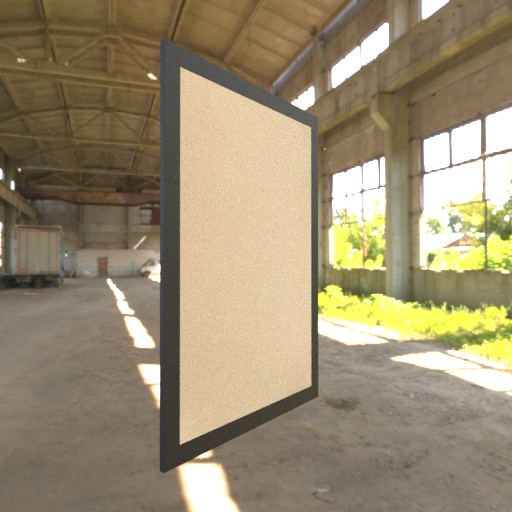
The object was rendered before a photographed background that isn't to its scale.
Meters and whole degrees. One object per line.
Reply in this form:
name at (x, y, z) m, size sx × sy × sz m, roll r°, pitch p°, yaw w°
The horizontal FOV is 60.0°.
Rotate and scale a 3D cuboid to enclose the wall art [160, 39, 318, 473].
wall art at (0.000, 0.000, 0.693) m, size 0.008 × 0.530 × 0.379 m, roll 0°, pitch -1°, yaw 37°
